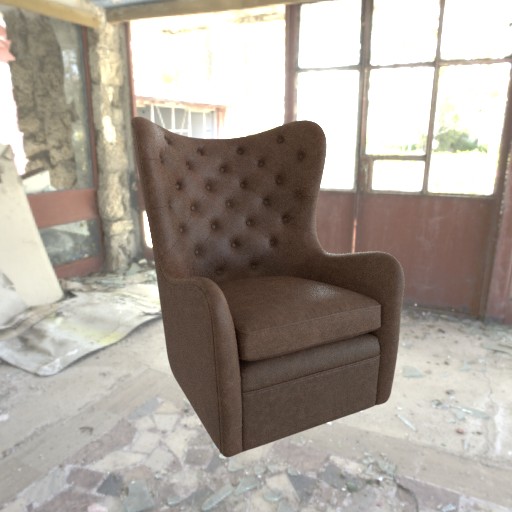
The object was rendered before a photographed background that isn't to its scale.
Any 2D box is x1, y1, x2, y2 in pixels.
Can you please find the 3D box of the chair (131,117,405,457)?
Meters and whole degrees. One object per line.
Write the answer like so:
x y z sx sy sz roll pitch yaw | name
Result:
0.000 0.000 1.791 0.831 1.079 0.930 -8 17 -26 | chair
